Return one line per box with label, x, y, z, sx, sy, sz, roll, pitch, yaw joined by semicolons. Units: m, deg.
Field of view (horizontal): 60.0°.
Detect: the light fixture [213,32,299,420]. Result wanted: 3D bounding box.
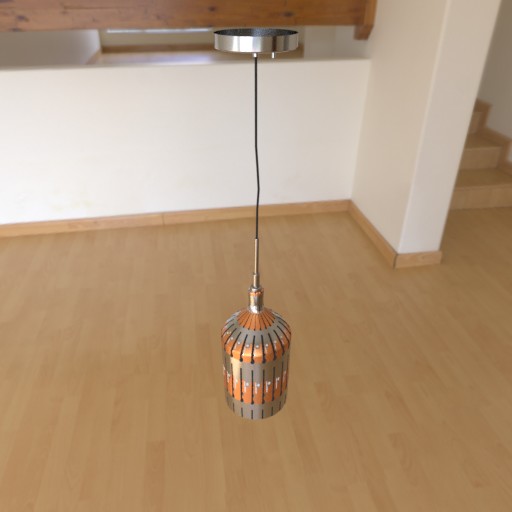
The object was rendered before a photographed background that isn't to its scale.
light fixture;0.000;0.000;1.697;0.303;1.535;0.303;0;32;0
